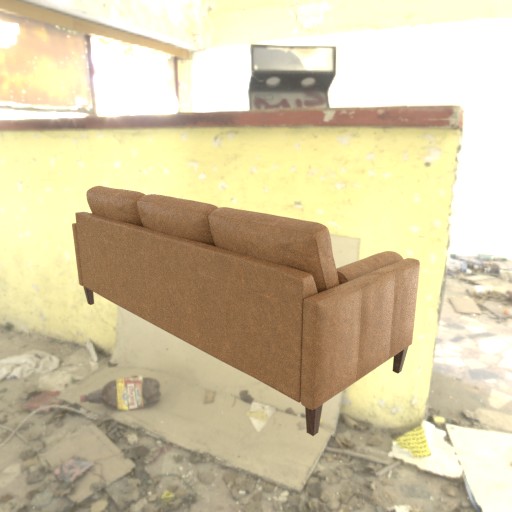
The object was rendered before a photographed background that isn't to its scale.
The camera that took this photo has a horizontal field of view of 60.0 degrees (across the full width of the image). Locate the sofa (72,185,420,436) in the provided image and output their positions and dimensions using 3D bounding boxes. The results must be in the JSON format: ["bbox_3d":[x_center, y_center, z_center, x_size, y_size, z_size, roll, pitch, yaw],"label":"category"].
[{"bbox_3d":[0.000,0.000,2.912,1.506,0.876,2.178,-14,21,-43],"label":"sofa"}]
